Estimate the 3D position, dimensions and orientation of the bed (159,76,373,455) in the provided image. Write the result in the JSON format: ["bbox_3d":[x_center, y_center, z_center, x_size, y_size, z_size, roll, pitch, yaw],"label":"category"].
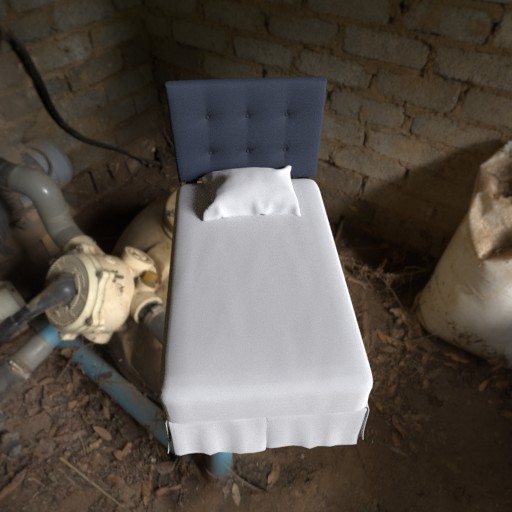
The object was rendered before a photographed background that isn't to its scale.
[{"bbox_3d":[0.000,0.000,2.970,1.261,1.571,1.997,-3,45,-3],"label":"bed"}]
